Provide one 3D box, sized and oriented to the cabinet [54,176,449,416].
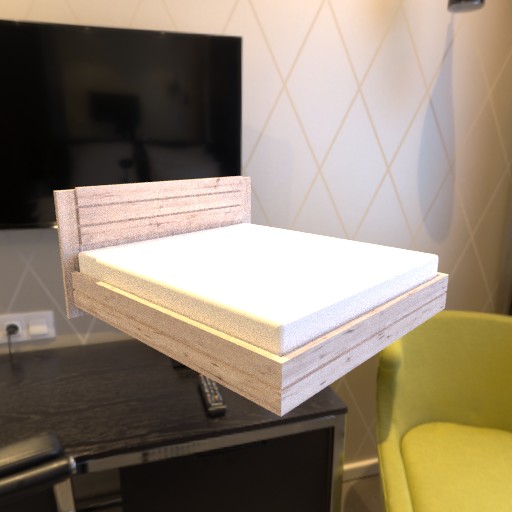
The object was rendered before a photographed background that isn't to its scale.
[{"bbox_3d":[0.000,0.000,3.222,2.080,0.970,1.950,13,19,42],"label":"cabinet"}]
